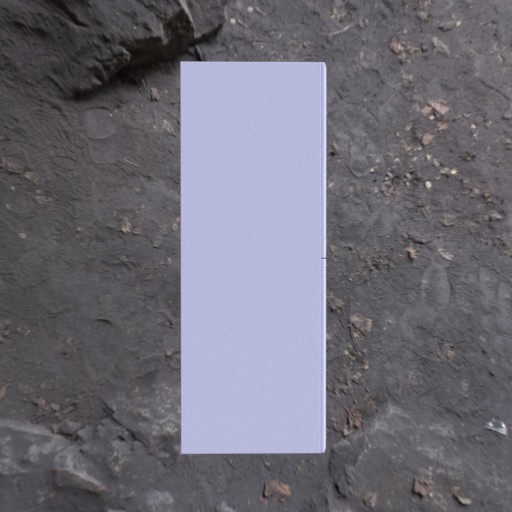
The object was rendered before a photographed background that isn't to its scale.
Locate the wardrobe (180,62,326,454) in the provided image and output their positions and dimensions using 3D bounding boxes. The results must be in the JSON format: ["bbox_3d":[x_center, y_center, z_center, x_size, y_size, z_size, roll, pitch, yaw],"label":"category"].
[{"bbox_3d":[0.000,0.000,1.618,0.360,1.200,0.900,0,91,-1],"label":"wardrobe"}]
